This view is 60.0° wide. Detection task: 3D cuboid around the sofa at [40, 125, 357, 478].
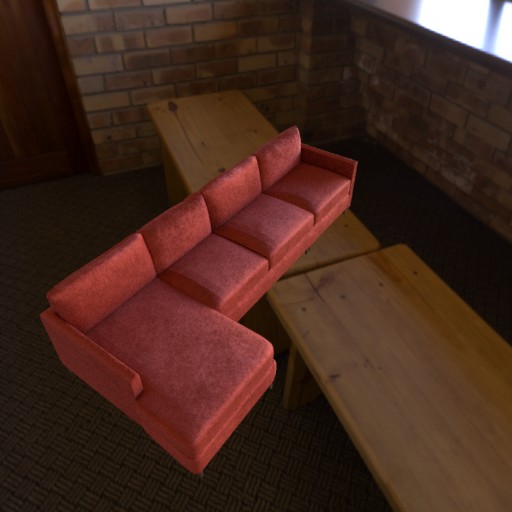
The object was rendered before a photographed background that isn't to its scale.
[{"bbox_3d":[0.000,0.000,4.041,1.500,0.967,3.400,26,48,26],"label":"sofa"}]
